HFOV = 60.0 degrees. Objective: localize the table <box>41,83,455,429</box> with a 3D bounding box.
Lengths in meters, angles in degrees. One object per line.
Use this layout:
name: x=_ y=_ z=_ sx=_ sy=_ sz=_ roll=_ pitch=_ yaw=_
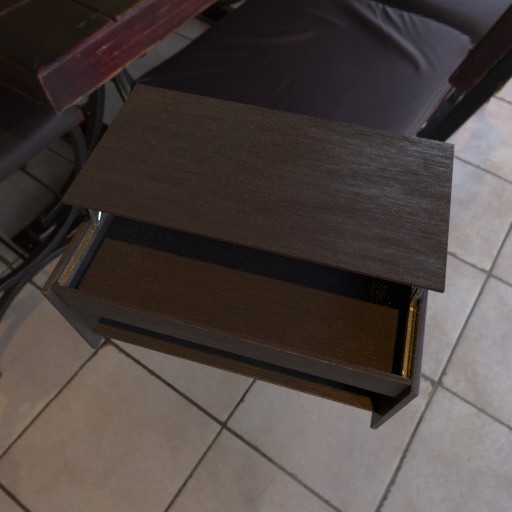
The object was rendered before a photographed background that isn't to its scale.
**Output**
table: x=0.000 y=0.000 z=1.423 sx=1.000 sy=0.570 sz=0.712 roll=14 pitch=60 yaw=8
